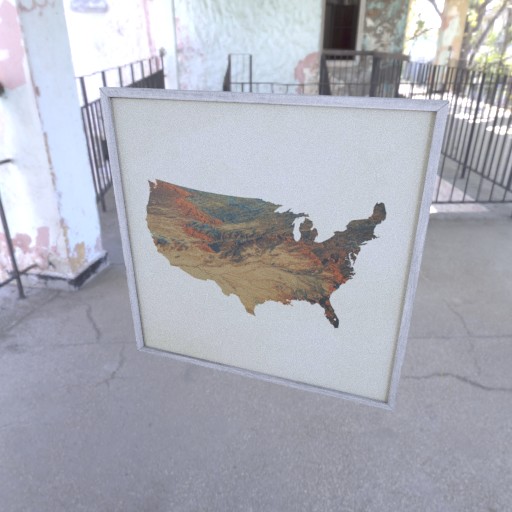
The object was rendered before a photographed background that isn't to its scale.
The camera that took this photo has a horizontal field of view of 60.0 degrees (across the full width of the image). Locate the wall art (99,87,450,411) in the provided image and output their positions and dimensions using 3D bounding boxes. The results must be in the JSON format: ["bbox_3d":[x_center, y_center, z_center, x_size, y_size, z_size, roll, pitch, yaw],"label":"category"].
[{"bbox_3d":[0.000,0.000,0.731,0.508,0.507,0.016,9,27,17],"label":"wall art"}]
